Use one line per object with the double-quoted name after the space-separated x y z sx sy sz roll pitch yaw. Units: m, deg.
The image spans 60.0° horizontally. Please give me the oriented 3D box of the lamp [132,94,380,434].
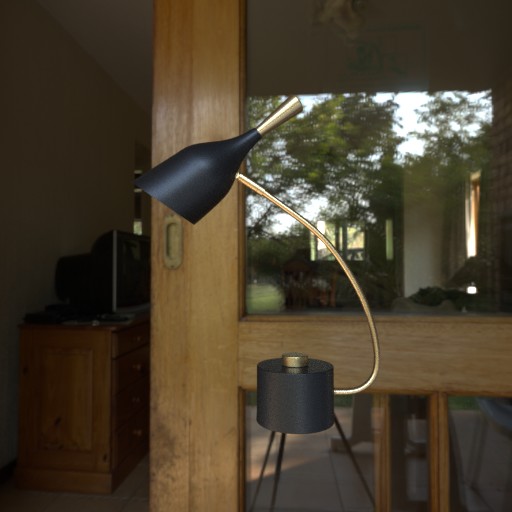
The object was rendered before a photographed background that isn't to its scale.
0.000 0.000 0.634 0.352 0.464 0.110 0 -2 0 "lamp"
